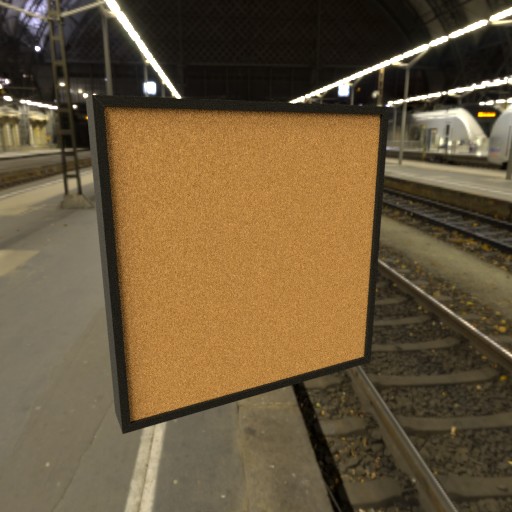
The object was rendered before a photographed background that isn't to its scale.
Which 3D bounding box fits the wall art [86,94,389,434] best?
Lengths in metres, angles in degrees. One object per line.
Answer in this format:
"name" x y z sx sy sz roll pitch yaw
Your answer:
"wall art" 0.000 0.000 0.466 0.305 0.305 0.037 -8 17 -26
